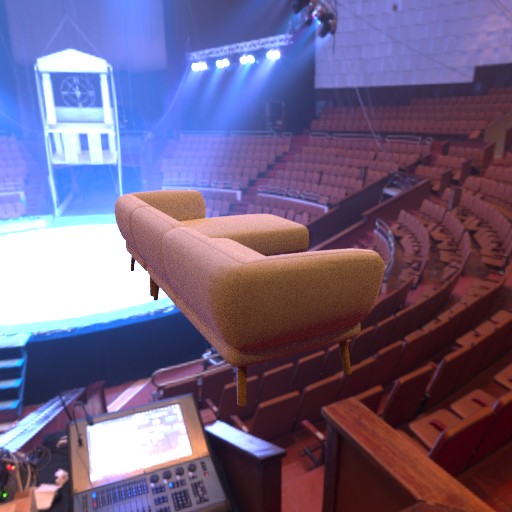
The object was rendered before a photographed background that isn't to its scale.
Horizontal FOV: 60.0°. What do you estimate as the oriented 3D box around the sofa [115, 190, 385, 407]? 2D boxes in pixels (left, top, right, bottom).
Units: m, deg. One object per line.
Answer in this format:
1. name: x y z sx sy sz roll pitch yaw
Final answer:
1. sofa: 0.000 0.000 3.282 1.610 0.730 2.660 -8 17 -26
